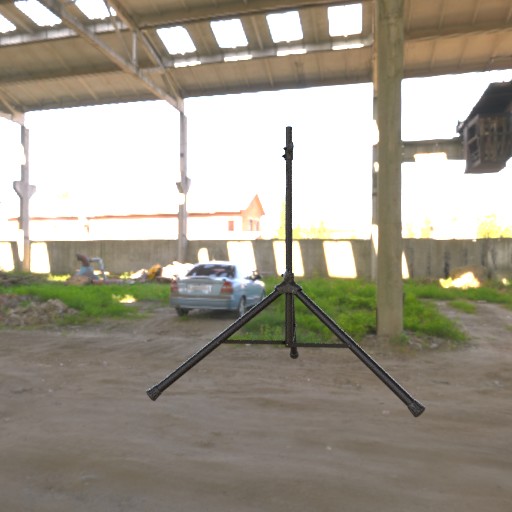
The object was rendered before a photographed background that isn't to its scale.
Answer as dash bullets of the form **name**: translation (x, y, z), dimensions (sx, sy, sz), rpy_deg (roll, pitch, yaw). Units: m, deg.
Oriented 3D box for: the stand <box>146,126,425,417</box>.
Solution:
- **stand**: translation (0.000, 0.000, 1.886), dimensions (0.907, 1.136, 1.045), rpy_deg (0, -1, -19)
